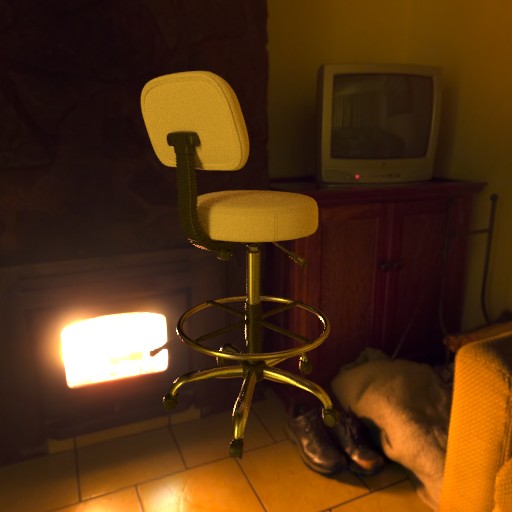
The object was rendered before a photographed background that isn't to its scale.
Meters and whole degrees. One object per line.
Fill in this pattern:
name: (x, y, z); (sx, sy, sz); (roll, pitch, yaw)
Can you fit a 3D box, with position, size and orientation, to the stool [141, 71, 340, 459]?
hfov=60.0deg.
stool: (0.000, 0.000, 1.477); (0.616, 1.080, 0.609); (-14, 20, -42)
